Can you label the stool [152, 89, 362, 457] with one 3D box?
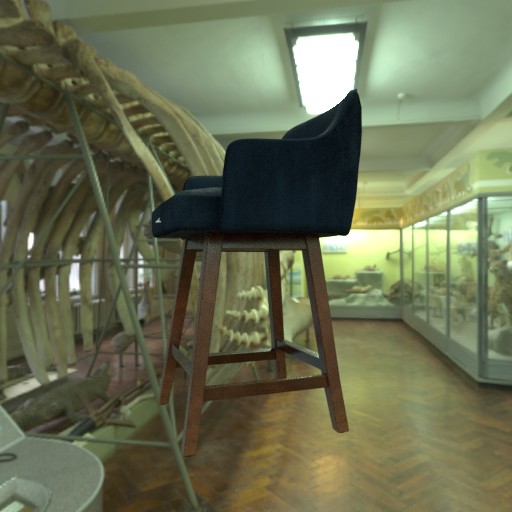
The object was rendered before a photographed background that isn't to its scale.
[{"bbox_3d":[0.000,0.000,1.313,0.560,0.940,0.550,0,0,-20],"label":"stool"}]
